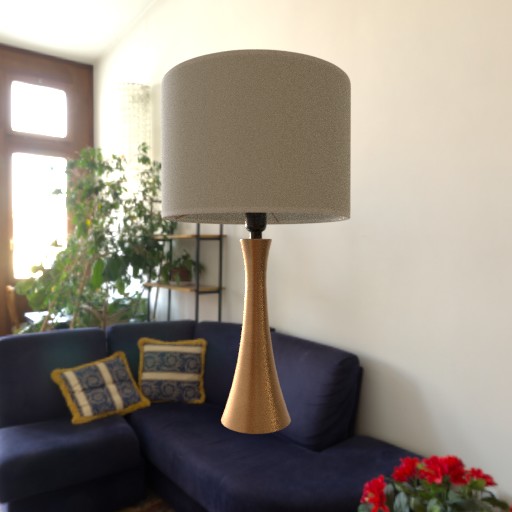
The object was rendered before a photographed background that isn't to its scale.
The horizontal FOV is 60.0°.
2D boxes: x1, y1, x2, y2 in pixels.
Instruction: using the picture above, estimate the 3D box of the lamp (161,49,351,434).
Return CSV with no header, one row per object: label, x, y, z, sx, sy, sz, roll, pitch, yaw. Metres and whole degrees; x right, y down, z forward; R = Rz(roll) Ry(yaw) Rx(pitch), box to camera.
lamp,0.000,0.000,0.645,0.268,0.479,0.268,0,1,17
